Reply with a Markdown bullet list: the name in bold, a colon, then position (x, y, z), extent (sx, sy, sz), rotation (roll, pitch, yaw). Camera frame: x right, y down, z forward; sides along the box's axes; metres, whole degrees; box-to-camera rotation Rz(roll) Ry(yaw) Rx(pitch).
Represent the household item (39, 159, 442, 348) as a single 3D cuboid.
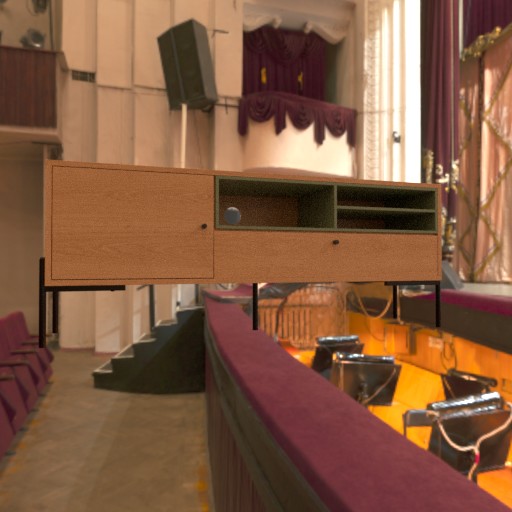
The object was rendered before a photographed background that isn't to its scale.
- **household item**: position (0.000, 0.000, 1.794), extent (1.550, 0.600, 0.400), rotation (0, -1, -17)
